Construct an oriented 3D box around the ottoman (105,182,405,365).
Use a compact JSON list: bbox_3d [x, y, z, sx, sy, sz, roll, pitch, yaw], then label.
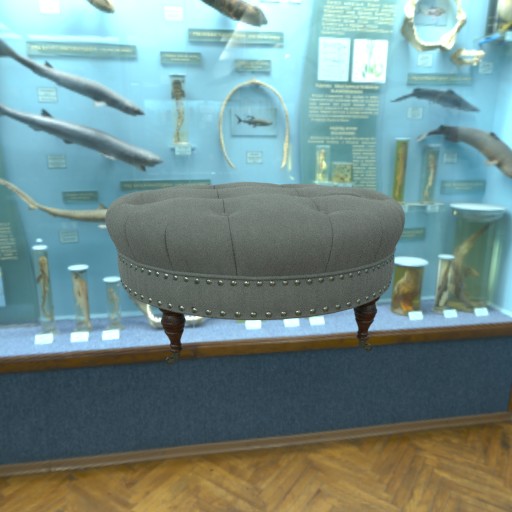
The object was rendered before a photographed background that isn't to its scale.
[{"bbox_3d":[0.000,0.000,1.430,0.901,0.439,0.901,0,14,0],"label":"ottoman"}]
